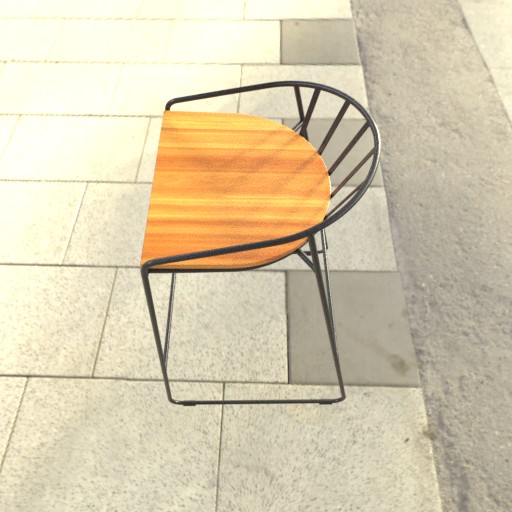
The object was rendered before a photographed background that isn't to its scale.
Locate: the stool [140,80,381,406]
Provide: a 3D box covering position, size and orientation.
[{"bbox_3d":[0.000,0.000,1.138,0.521,0.812,0.546,-1,57,0],"label":"stool"}]
